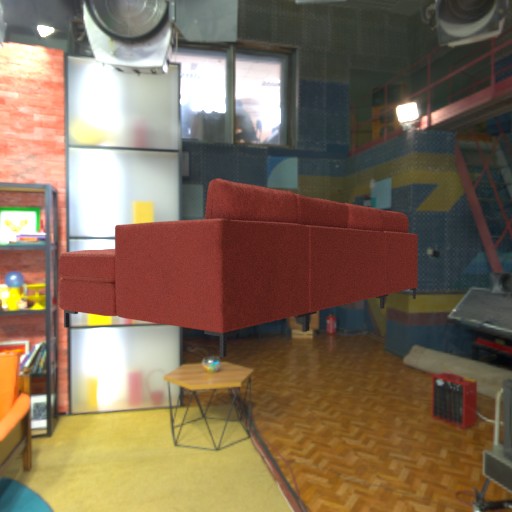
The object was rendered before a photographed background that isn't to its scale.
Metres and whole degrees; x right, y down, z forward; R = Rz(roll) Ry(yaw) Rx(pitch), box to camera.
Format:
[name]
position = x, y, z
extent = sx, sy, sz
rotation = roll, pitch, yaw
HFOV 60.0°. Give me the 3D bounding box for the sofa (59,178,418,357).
[sofa]
position = 0.000, 0.000, 4.257
extent = 2.055, 0.992, 3.434
rotation = 1, 1, 36
